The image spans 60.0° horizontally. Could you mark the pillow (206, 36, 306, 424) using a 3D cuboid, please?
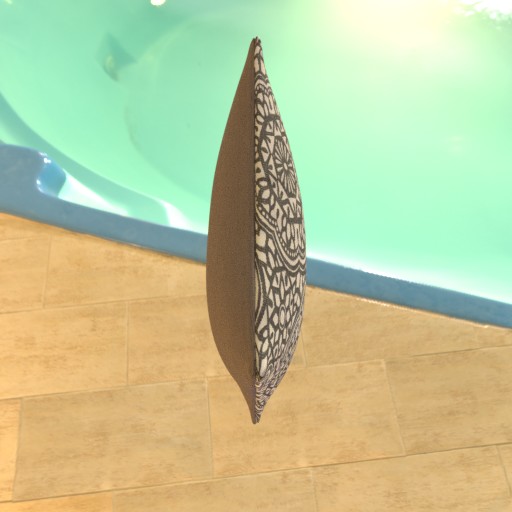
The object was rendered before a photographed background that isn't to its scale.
[{"bbox_3d":[0.000,0.000,0.658,0.148,0.417,0.436,0,64,0],"label":"pillow"}]
